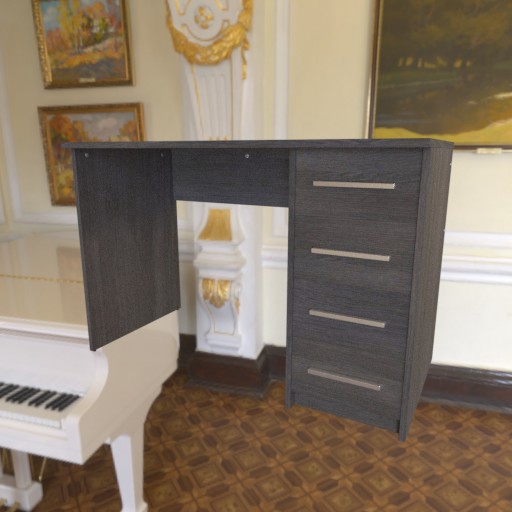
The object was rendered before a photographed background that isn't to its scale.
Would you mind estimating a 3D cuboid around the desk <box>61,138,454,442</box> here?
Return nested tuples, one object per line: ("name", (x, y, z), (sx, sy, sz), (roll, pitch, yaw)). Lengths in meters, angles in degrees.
("desk", (0.000, 0.000, 1.468), (1.096, 0.730, 0.560), (7, 15, 27))
